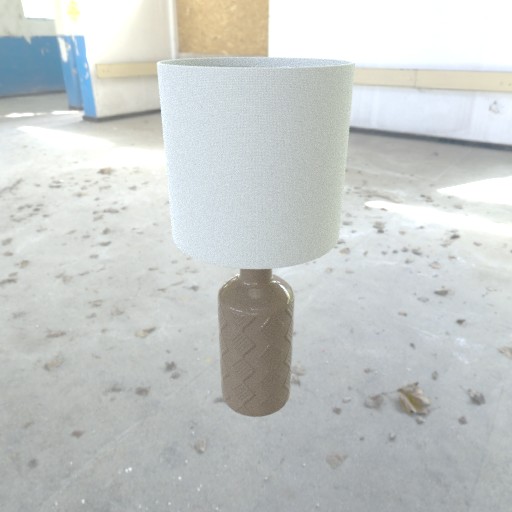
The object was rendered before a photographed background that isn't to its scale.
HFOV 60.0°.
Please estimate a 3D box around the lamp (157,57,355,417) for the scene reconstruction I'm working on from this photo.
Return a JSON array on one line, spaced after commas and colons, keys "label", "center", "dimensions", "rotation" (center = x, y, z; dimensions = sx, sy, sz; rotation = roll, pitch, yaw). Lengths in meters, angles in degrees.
[{"label": "lamp", "center": [0.000, 0.000, 0.572], "dimensions": [0.207, 0.461, 0.207], "rotation": [18, 31, 32]}]
